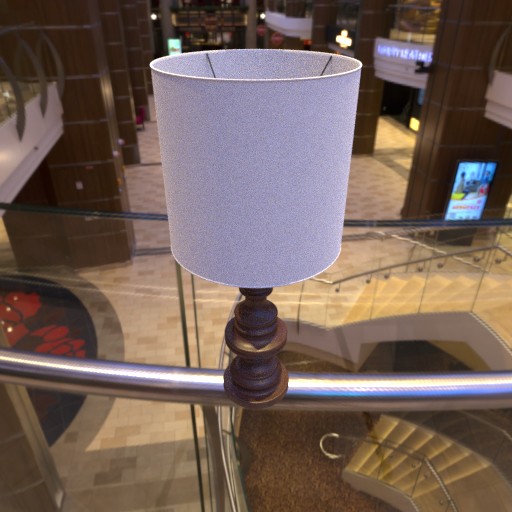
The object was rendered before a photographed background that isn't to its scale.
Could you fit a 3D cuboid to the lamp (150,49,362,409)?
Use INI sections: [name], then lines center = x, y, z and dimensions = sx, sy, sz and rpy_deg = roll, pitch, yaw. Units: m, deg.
[lamp]
center = 0.000, 0.000, 0.562
dimensions = 0.208, 0.455, 0.208
rpy_deg = 21, 37, 30
